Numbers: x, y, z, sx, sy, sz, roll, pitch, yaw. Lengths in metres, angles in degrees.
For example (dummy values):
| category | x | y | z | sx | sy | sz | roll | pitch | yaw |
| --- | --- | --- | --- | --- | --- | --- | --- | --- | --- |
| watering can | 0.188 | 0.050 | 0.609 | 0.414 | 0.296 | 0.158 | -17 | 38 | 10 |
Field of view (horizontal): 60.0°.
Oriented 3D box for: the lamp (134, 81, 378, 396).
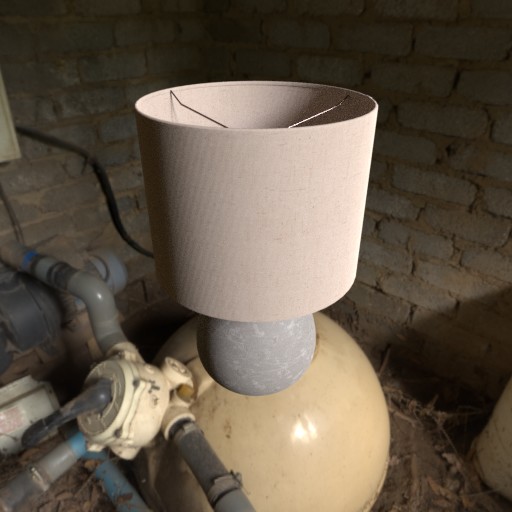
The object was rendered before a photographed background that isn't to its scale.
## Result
| category | x | y | z | sx | sy | sz | roll | pitch | yaw |
| --- | --- | --- | --- | --- | --- | --- | --- | --- | --- |
| lamp | 0.000 | 0.000 | 0.603 | 0.269 | 0.409 | 0.269 | 2 | 30 | 3 |
